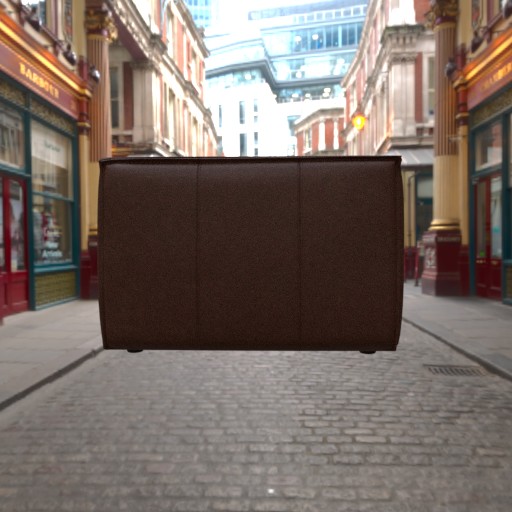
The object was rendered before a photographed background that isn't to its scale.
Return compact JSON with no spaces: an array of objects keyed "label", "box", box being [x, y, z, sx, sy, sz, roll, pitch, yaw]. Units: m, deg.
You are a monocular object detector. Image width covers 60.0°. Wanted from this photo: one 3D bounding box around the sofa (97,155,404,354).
[{"label":"sofa","box":[0.000,0.000,2.513,1.102,0.703,2.088,0,1,1]}]
